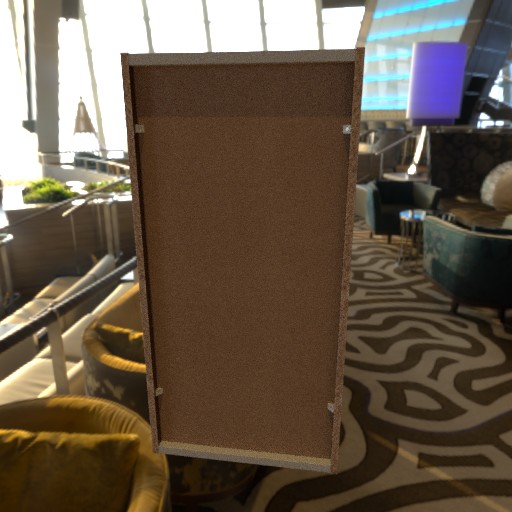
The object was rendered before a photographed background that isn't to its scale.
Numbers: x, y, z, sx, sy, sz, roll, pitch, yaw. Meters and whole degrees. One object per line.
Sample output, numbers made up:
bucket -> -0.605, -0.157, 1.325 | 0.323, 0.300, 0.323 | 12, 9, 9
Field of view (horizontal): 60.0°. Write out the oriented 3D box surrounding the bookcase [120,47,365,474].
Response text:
bookcase -> 0.000, 0.000, 0.752 | 0.300, 0.600, 0.290 | 3, 17, 8
